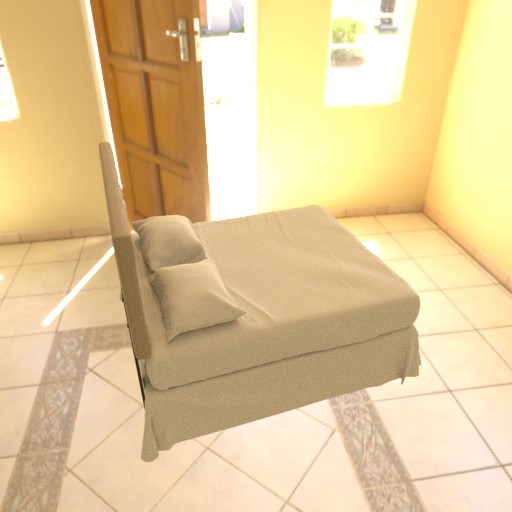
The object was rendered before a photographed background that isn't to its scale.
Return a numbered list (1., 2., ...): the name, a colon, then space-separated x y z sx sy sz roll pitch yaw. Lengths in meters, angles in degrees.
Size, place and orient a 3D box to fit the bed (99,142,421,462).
1. bed: 0.000 0.000 3.518 2.222 1.577 1.936 -10 33 -16
